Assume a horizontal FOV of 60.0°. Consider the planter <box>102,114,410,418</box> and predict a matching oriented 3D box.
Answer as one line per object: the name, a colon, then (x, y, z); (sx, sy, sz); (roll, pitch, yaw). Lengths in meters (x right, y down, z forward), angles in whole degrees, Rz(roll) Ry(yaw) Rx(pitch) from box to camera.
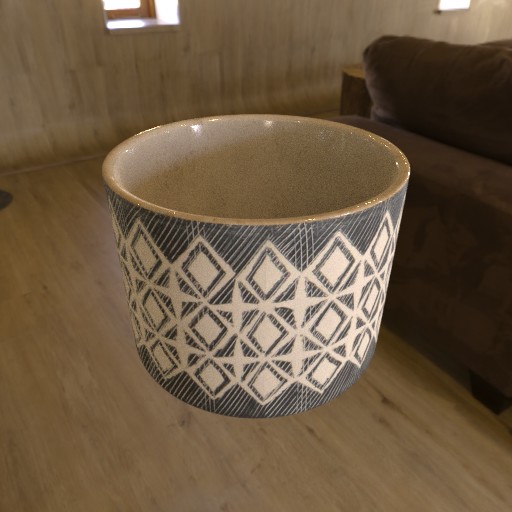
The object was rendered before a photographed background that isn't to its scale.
planter: (0.000, 0.000, 0.217); (0.126, 0.104, 0.126); (0, 32, 0)
